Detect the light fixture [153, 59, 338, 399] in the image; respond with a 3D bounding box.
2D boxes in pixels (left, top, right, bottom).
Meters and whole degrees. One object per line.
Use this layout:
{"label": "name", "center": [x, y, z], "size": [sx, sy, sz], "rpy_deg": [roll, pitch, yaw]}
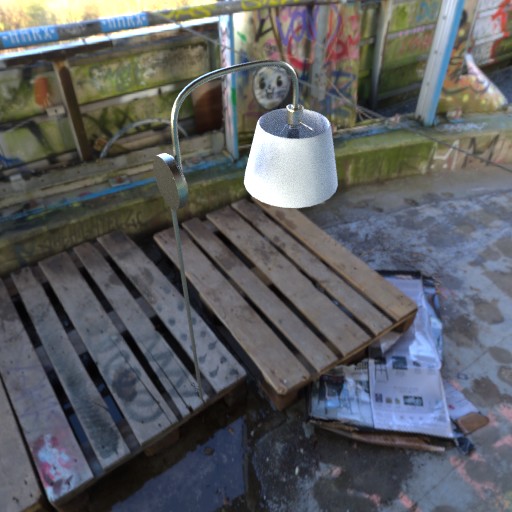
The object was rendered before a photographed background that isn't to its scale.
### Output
{"label": "light fixture", "center": [0.000, 0.000, 0.473], "size": [0.176, 0.399, 0.092], "rpy_deg": [-25, 47, -25]}
